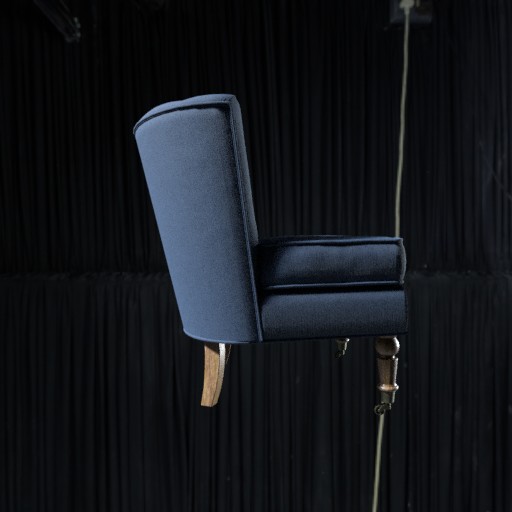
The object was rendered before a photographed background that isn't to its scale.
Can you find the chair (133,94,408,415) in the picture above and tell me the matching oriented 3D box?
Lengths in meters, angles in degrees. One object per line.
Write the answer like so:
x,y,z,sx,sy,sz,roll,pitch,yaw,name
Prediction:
0.000,0.000,1.364,0.718,0.771,0.740,0,1,0,chair
